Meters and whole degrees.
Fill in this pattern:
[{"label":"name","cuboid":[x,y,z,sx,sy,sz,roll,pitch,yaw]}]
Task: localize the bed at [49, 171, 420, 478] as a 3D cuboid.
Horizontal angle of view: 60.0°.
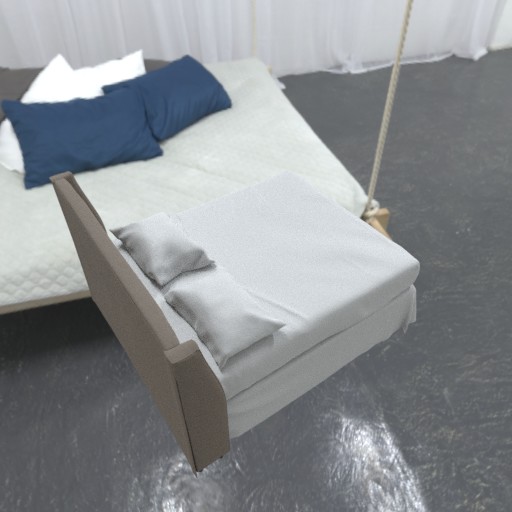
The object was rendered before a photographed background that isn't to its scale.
[{"label":"bed","cuboid":[0.000,0.000,3.468,2.276,1.332,1.925,-25,48,-25]}]
